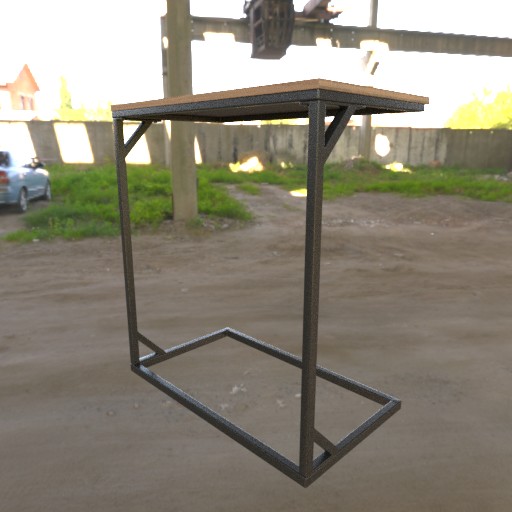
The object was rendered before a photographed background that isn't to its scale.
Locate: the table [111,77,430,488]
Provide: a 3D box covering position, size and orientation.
[{"bbox_3d":[0.000,0.000,1.017,0.597,0.673,0.351,14,19,43],"label":"table"}]
